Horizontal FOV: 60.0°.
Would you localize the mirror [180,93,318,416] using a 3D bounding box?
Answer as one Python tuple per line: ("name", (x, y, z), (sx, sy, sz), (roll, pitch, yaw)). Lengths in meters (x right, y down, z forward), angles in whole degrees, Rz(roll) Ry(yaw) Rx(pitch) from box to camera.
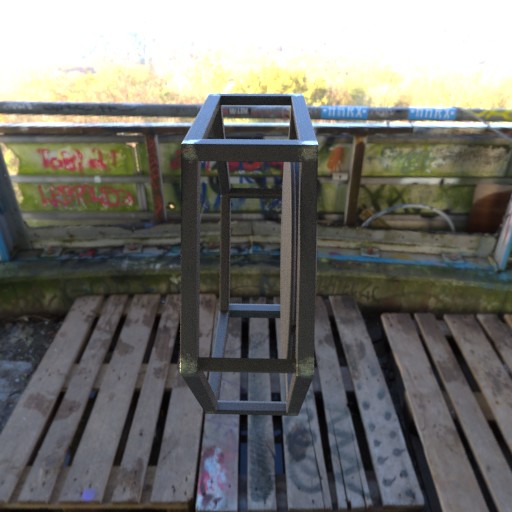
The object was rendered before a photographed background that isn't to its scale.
("mirror", (0.000, 0.000, 0.533), (0.119, 0.334, 0.380), (1, 32, 1))
